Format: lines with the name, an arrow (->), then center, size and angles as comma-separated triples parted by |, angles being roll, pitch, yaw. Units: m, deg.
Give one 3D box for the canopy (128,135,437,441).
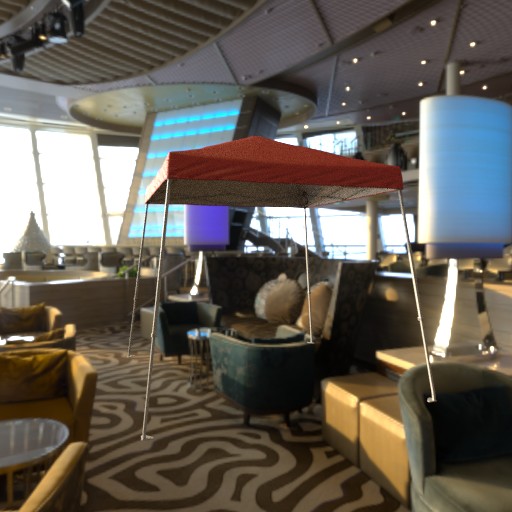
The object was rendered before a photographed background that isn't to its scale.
canopy -> 0.000, 0.000, 6.669 | 3.600, 3.600, 3.599 | 0, 1, -18
